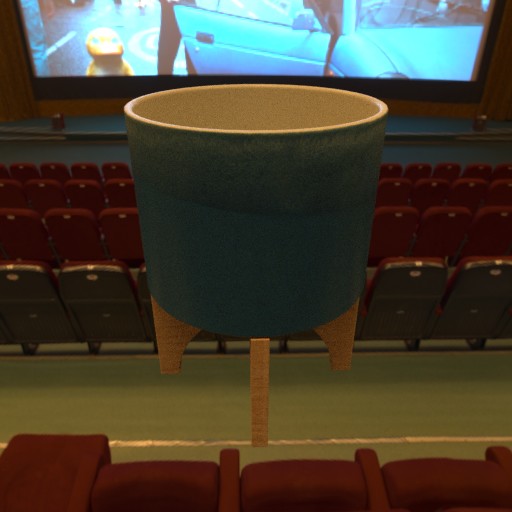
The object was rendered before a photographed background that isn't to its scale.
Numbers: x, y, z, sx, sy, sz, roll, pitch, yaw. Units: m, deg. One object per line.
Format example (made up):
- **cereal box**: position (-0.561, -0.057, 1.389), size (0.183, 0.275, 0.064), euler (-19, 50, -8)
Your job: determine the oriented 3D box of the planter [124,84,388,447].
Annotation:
- **planter**: position (0.000, 0.000, 0.395), size (0.192, 0.263, 0.192), euler (0, 29, 0)
